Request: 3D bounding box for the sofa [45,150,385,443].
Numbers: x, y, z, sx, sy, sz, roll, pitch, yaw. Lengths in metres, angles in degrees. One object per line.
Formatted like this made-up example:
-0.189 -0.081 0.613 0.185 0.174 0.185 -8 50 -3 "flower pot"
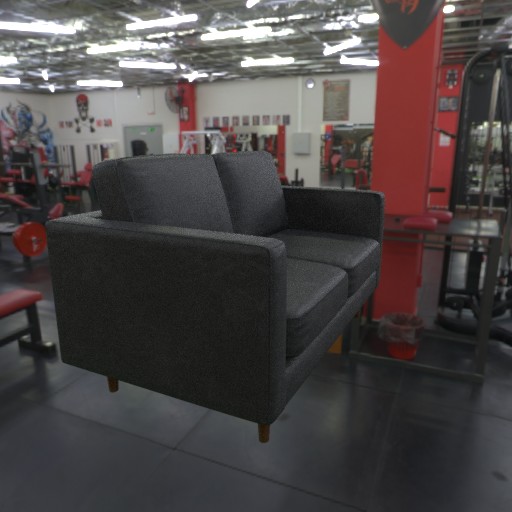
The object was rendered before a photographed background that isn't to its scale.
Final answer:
0.000 0.000 1.974 0.879 0.899 1.430 7 16 26 "sofa"
